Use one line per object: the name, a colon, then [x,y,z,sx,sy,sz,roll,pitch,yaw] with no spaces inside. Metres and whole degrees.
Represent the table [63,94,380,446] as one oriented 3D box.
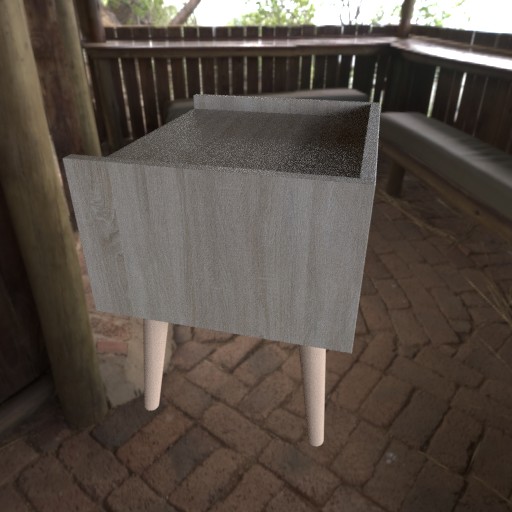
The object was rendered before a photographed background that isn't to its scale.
table: [0.000,0.000,0.804,0.370,0.470,0.450,7,30,12]
